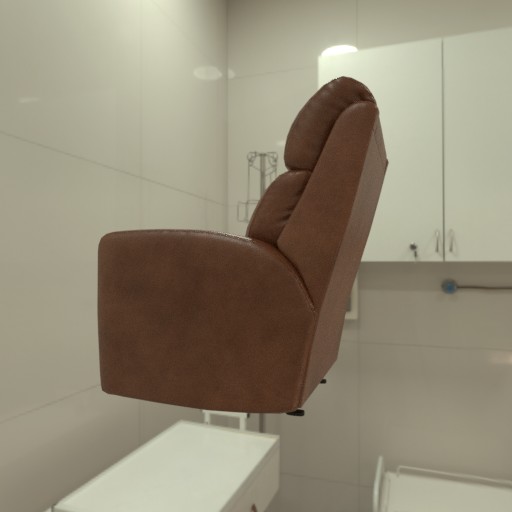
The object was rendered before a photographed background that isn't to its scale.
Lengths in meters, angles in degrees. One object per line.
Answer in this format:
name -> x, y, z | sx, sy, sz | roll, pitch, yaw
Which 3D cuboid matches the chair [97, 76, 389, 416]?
chair -> 0.000, 0.000, 1.672 | 0.939, 1.016, 0.787 | 0, -1, 19
